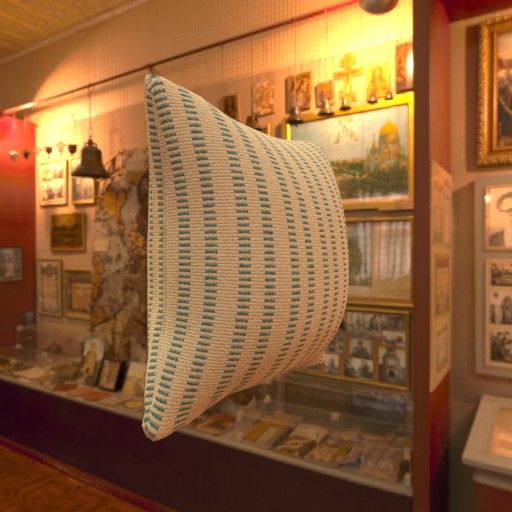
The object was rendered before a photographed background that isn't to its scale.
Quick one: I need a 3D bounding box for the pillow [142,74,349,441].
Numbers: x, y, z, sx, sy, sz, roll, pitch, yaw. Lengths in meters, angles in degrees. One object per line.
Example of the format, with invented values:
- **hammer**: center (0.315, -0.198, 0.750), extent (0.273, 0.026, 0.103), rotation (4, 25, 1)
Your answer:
- **pillow**: center (0.000, 0.000, 0.678), extent (0.247, 0.419, 0.438), rotation (0, 1, 35)
